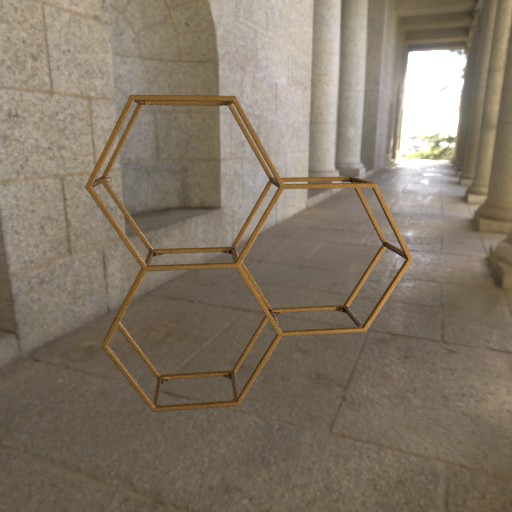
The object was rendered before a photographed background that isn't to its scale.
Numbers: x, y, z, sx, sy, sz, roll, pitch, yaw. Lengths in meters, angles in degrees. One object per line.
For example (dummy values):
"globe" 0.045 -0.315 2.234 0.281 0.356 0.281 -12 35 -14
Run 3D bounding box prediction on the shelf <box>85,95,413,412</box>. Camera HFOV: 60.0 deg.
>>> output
"shelf" 0.000 0.000 1.047 0.708 0.701 0.150 -2 16 -7
